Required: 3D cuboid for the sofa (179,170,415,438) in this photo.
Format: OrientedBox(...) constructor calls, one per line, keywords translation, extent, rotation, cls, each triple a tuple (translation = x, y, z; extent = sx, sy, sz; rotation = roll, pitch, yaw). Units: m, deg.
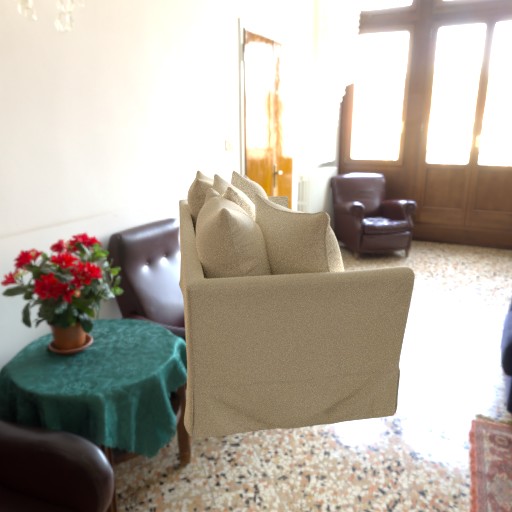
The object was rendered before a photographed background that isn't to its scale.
OrientedBox(translation=(0.000, 0.000, 2.936), extent=(1.031, 1.034, 2.290), rotation=(-3, 16, -10), cls="sofa")
